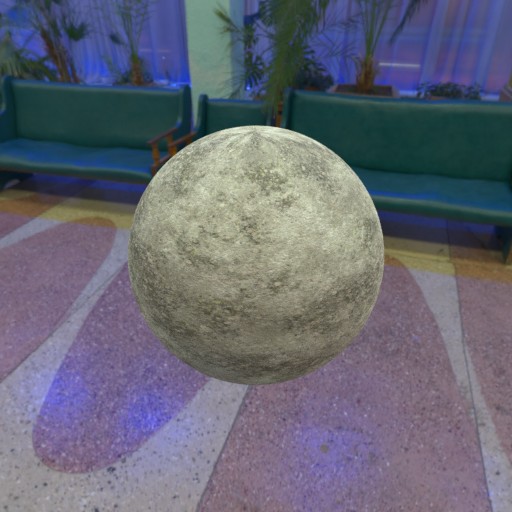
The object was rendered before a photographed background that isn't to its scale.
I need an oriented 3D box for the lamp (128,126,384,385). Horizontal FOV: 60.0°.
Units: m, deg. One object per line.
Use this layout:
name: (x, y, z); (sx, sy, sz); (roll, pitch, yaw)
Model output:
lamp: (0.000, 0.000, 0.759); (0.422, 0.429, 0.422); (0, 32, 0)
